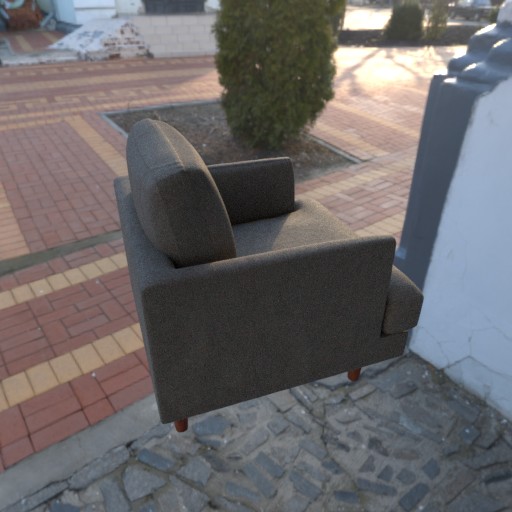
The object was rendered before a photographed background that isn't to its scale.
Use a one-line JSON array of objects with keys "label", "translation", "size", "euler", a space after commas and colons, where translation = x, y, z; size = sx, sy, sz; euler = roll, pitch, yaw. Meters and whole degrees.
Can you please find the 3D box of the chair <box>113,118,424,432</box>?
[{"label": "chair", "translation": [0.000, 0.000, 1.649], "size": [0.899, 0.957, 0.858], "euler": [-11, 33, -17]}]
